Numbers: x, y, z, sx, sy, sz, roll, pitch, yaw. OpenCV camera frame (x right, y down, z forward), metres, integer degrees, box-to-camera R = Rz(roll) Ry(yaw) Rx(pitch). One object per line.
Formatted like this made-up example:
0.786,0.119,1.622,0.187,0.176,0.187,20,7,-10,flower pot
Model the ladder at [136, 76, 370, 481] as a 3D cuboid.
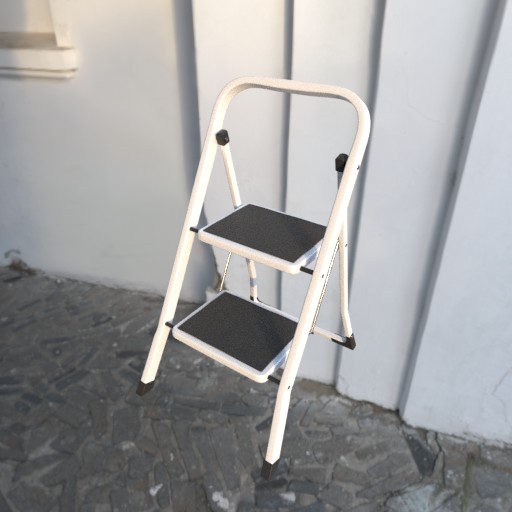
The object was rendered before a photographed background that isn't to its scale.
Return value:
0.000,0.000,1.136,0.460,0.810,0.544,20,36,30,ladder
